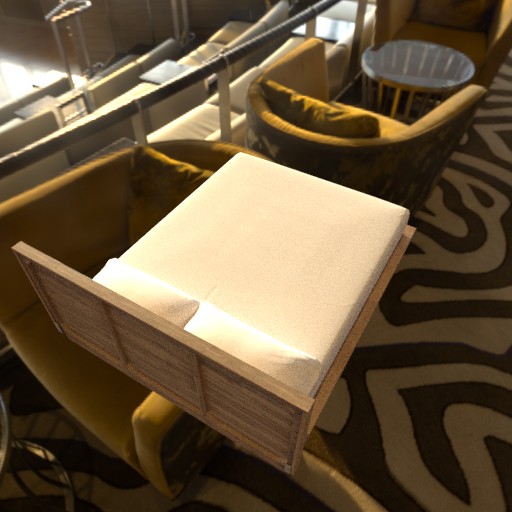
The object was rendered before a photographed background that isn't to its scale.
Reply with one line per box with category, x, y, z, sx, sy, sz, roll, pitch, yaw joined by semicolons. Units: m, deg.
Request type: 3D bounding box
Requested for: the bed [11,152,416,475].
bed;0.000;0.000;3.059;1.759;1.071;2.145;23;50;21
